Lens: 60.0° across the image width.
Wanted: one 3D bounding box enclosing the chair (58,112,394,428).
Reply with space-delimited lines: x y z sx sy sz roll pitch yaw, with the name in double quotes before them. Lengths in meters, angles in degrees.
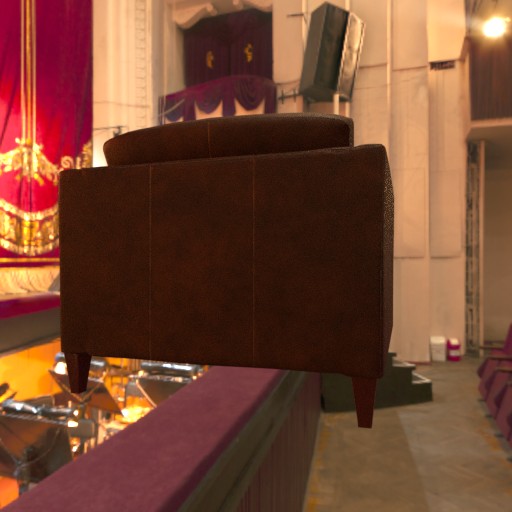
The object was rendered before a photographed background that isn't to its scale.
"chair" 0.000 0.000 1.684 0.990 0.864 0.975 0 0 19
